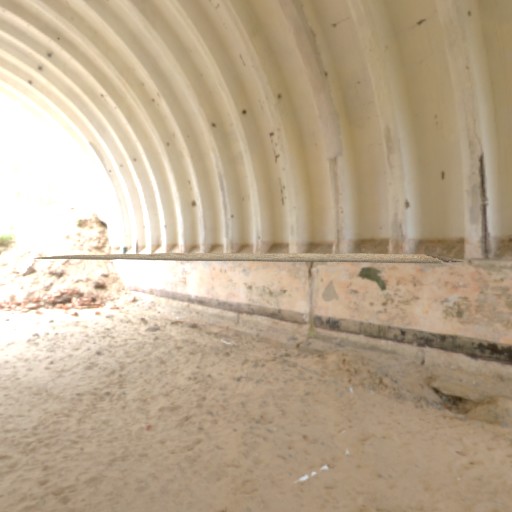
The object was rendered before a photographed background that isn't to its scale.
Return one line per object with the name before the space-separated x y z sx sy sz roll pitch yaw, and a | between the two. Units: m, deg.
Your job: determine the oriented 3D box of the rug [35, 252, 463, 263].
rug | 0.000 0.000 3.064 2.434 0.027 1.529 0 1 18
